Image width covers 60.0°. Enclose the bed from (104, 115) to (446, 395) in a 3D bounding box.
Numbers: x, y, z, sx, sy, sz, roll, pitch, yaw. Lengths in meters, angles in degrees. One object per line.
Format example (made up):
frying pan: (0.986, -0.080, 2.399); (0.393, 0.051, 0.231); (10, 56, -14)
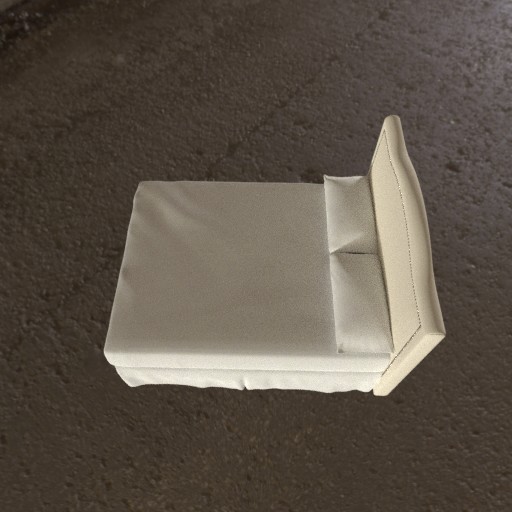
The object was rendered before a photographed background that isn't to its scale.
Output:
bed: (0.000, 0.000, 3.412); (2.143, 1.460, 1.753); (1, 58, 1)
